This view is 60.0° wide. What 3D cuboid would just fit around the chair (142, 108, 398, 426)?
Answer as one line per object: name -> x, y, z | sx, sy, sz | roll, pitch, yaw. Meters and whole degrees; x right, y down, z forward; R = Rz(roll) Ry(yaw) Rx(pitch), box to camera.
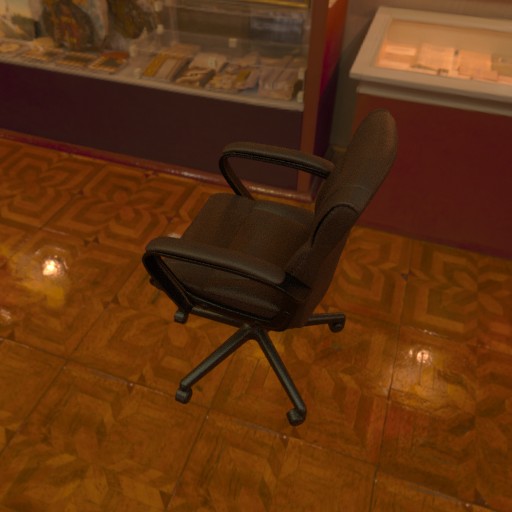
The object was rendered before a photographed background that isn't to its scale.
chair -> 0.000, 0.000, 1.484 | 0.717, 1.004, 0.739 | 16, 48, 15
